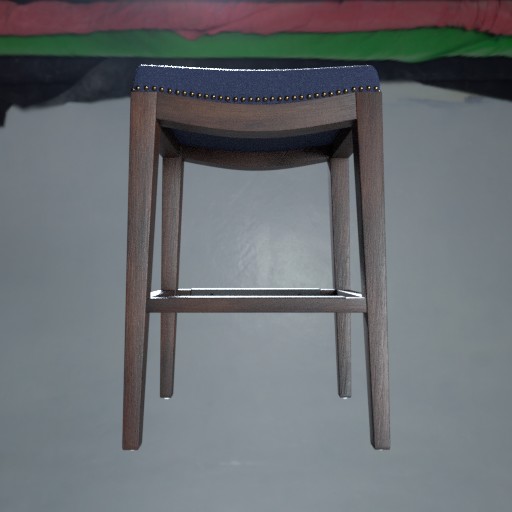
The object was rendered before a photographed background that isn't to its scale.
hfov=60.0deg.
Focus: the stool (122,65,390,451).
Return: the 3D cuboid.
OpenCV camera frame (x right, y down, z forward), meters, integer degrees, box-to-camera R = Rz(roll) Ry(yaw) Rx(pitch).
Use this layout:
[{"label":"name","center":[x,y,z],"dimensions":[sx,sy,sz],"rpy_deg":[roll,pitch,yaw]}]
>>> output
[{"label":"stool","center":[0.000,0.000,1.009],"dimensions":[0.498,0.740,0.358],"rpy_deg":[0,-1,0]}]
